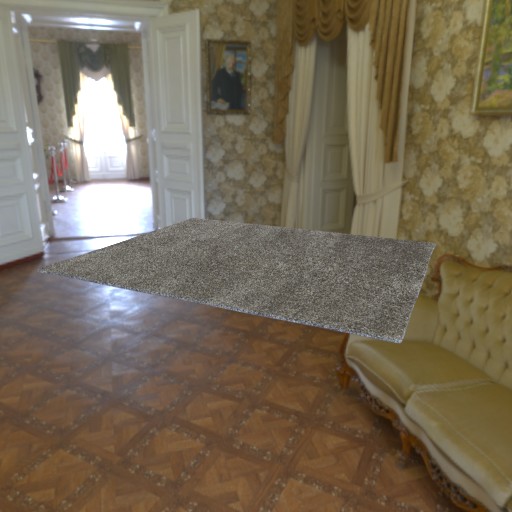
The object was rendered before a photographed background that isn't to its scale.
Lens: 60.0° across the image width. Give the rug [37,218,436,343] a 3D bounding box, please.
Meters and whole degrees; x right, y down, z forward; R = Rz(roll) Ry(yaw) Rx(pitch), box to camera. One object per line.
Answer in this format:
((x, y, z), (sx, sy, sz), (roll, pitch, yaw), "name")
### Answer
((0.000, 0.000, 4.192), (3.000, 0.025, 2.401), (8, 18, 24), "rug")
